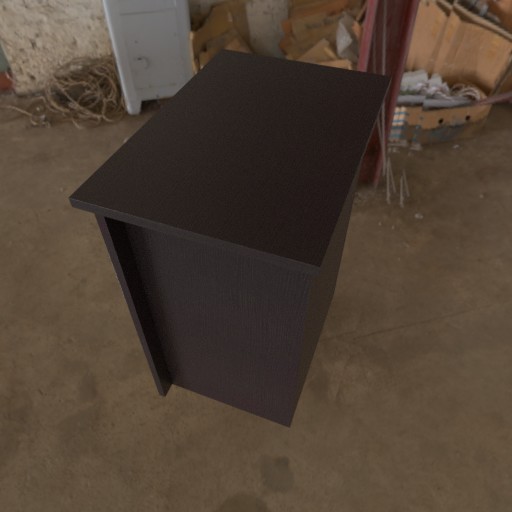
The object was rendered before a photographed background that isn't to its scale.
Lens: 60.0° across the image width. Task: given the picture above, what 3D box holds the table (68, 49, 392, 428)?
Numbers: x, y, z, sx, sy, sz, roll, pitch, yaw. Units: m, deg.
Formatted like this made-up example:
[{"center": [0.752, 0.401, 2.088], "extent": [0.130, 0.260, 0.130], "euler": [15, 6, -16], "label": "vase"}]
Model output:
[{"center": [0.000, 0.000, 1.087], "extent": [0.408, 0.711, 0.589], "euler": [16, 49, 14], "label": "table"}]
